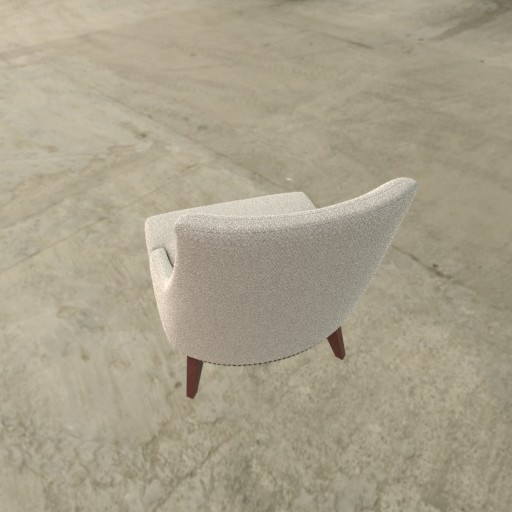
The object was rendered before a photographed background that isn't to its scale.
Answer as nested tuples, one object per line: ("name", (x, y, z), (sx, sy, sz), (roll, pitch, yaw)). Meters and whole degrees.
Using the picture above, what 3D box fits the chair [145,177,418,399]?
("chair", (0.000, 0.000, 1.482), (0.701, 0.909, 0.861), (-11, 43, -12))
